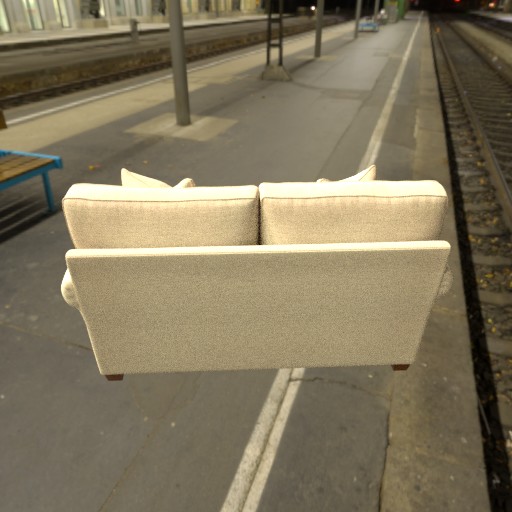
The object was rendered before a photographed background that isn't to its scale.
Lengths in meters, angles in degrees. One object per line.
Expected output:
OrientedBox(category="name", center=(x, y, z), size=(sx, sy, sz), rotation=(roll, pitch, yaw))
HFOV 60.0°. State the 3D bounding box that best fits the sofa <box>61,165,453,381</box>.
OrientedBox(category="sofa", center=(0.000, 0.000, 2.294), size=(1.701, 0.966, 0.966), rotation=(-1, 30, -2))
